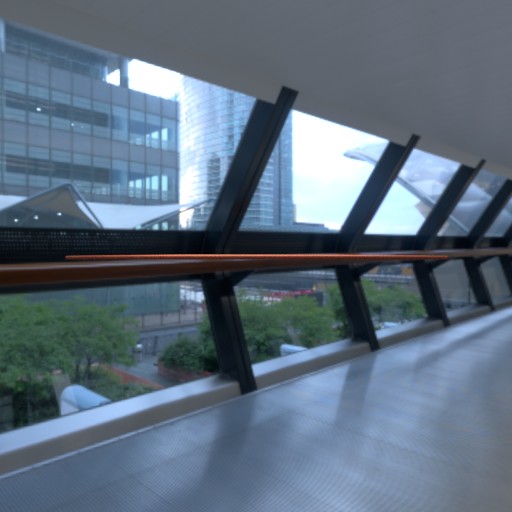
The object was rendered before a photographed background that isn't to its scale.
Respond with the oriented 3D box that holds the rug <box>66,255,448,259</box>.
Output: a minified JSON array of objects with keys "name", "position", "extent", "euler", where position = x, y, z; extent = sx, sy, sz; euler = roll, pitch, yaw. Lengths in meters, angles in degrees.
[{"name":"rug","position":[0.000,0.000,2.977],"extent":[1.524,0.014,2.438],"euler":[0,0,0]}]
